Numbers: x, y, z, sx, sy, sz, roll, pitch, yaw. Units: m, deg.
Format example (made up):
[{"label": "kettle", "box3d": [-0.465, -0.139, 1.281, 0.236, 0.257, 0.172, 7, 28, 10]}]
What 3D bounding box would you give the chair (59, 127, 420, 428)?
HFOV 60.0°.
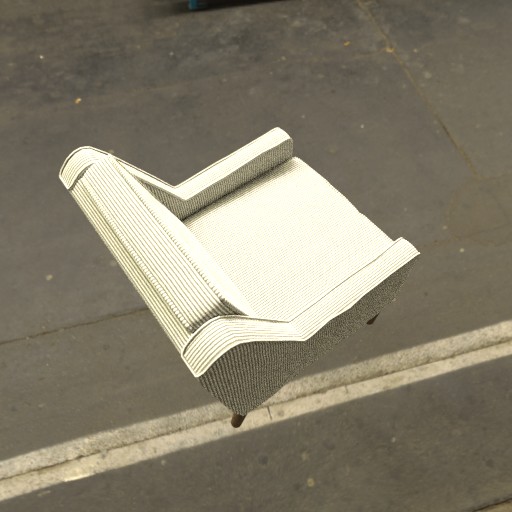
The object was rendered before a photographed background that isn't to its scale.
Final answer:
[{"label": "chair", "box3d": [0.000, 0.000, 1.347, 0.743, 0.792, 0.663, -32, 63, -19]}]
